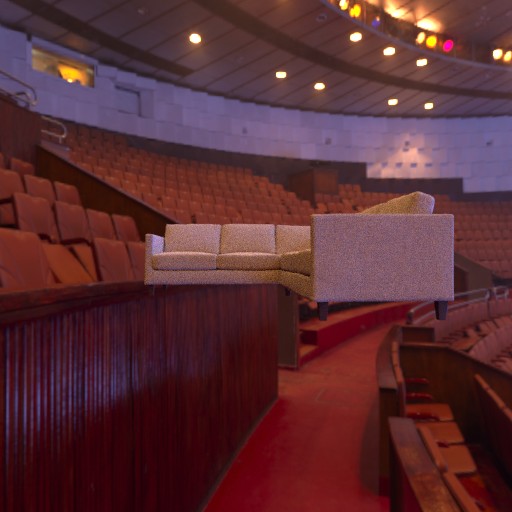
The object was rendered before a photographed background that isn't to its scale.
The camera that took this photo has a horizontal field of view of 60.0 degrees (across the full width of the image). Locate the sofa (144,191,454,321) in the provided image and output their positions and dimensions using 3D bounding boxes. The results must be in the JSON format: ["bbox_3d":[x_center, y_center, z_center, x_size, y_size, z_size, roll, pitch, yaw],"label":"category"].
[{"bbox_3d":[0.000,0.000,4.367,2.432,0.863,3.182,0,-1,-2],"label":"sofa"}]
